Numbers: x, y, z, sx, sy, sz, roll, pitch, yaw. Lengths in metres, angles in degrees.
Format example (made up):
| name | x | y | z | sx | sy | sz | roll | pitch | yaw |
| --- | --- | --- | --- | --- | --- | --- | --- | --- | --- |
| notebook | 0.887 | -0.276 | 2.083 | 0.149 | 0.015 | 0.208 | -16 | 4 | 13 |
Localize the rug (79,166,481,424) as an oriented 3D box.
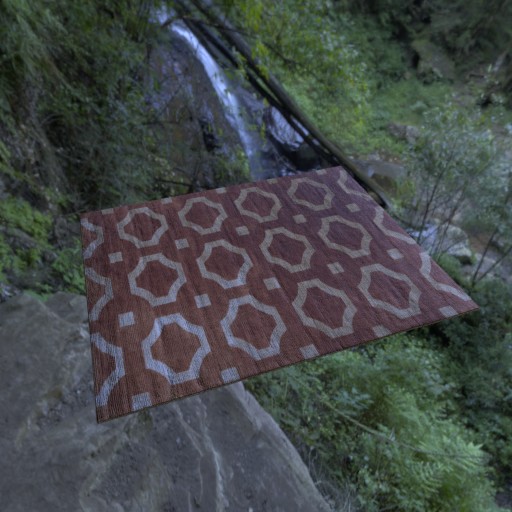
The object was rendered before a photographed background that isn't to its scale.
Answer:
| name | x | y | z | sx | sy | sz | roll | pitch | yaw |
| --- | --- | --- | --- | --- | --- | --- | --- | --- | --- |
| rug | 0.000 | 0.000 | 4.131 | 3.049 | 0.021 | 2.466 | -13 | 43 | -14 |
